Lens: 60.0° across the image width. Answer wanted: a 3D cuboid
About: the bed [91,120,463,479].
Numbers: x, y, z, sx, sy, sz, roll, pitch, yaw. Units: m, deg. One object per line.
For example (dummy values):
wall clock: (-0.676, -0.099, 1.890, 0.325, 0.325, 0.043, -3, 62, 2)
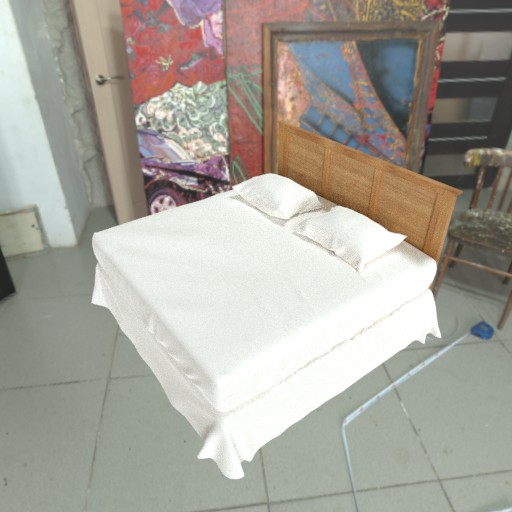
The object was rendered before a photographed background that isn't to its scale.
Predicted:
bed: (0.000, 0.000, 3.550, 2.215, 1.270, 2.317, -23, 40, -30)
